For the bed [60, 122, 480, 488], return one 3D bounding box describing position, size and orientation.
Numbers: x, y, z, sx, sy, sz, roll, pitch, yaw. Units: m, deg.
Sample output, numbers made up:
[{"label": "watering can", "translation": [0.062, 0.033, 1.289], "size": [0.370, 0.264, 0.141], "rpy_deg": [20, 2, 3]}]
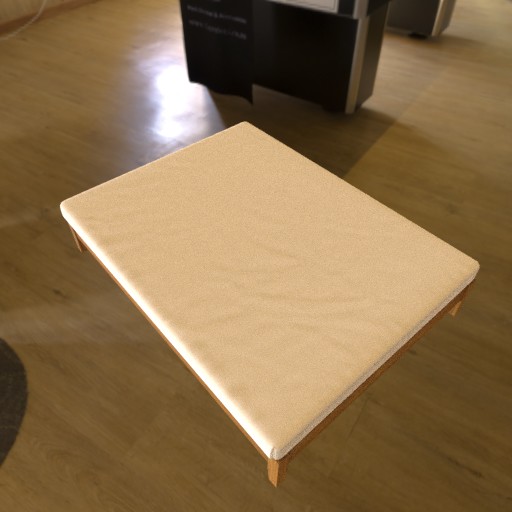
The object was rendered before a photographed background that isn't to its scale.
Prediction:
[{"label": "bed", "translation": [0.000, 0.000, 2.726], "size": [1.536, 0.431, 2.016], "rpy_deg": [-32, 54, -27]}]
